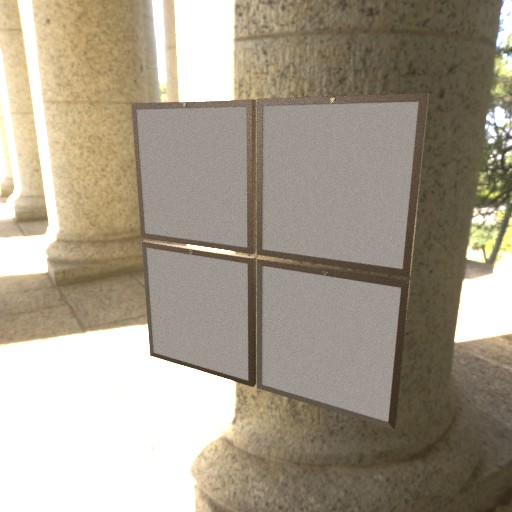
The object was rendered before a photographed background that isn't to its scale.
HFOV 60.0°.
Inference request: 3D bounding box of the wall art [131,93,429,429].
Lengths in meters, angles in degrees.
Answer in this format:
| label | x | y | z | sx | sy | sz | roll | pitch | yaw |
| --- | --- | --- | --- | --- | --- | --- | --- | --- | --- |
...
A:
| label | x | y | z | sx | sy | sz | roll | pitch | yaw |
| --- | --- | --- | --- | --- | --- | --- | --- | --- | --- |
| wall art | 0.000 | 0.000 | 1.543 | 1.032 | 1.032 | 0.030 | 8 | 18 | 27 |
